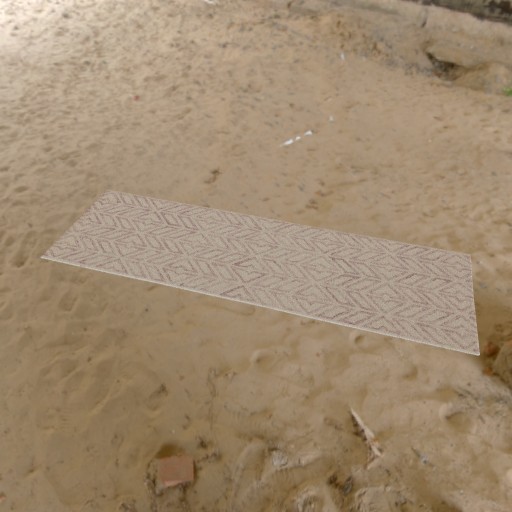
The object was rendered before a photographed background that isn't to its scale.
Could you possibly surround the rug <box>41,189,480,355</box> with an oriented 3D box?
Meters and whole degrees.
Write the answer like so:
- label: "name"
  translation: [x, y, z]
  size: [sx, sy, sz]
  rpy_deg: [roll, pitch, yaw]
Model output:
- label: "rug"
  translation: [0.000, 0.000, 2.626]
  size: [2.435, 0.009, 0.750]
  rpy_deg: [11, 43, 12]
